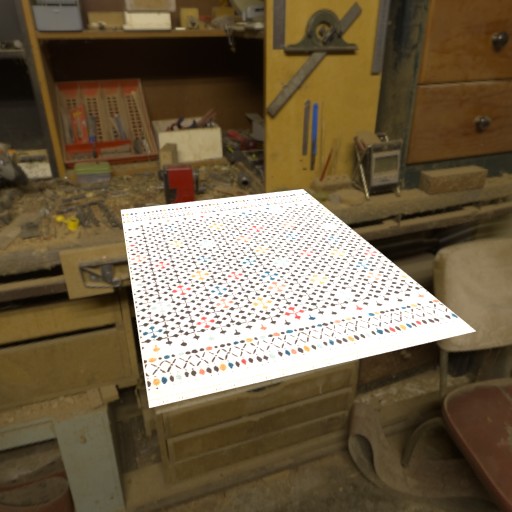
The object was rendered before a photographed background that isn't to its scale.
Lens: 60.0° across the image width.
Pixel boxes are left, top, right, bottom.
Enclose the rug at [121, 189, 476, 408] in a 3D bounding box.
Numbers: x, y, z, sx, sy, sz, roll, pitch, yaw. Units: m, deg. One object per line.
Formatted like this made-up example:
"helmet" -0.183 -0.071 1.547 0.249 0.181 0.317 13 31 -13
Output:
"rug" 0.000 0.000 4.266 2.354 0.007 3.196 -9 30 -16
